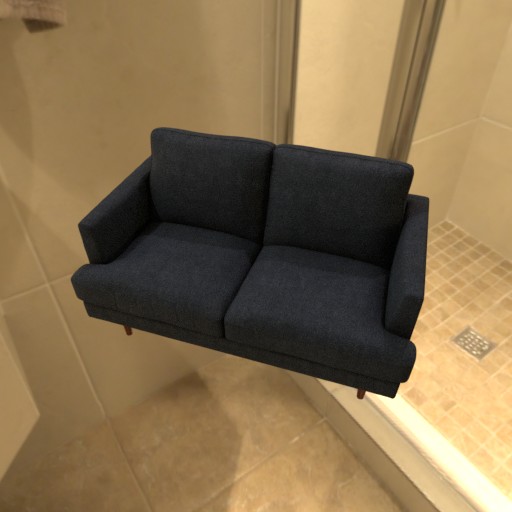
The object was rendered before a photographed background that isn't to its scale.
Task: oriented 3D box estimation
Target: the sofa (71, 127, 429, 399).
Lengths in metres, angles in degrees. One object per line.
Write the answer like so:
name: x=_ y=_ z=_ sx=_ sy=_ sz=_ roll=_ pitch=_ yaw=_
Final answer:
sofa: x=0.000 y=0.000 z=2.210 sx=1.582 sy=0.944 sz=0.903 roll=12 pitch=42 yaw=14
